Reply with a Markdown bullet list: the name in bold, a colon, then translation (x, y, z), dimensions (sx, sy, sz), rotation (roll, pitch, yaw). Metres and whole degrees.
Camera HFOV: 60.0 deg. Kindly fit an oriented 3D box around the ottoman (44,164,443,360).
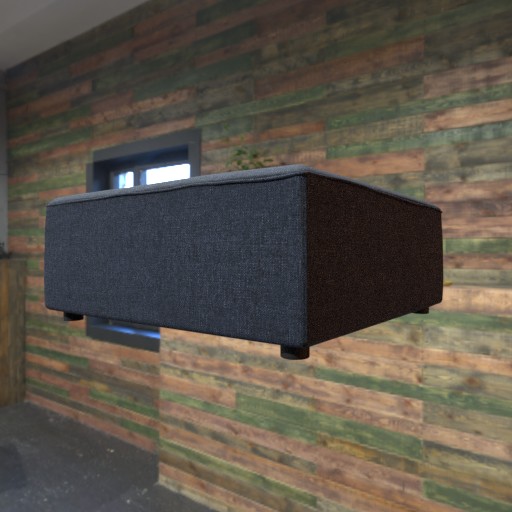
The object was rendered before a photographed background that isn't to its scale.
- **ottoman**: translation (0.000, 0.000, 1.552), dimensions (1.017, 0.423, 1.023), rotation (0, 1, 38)
